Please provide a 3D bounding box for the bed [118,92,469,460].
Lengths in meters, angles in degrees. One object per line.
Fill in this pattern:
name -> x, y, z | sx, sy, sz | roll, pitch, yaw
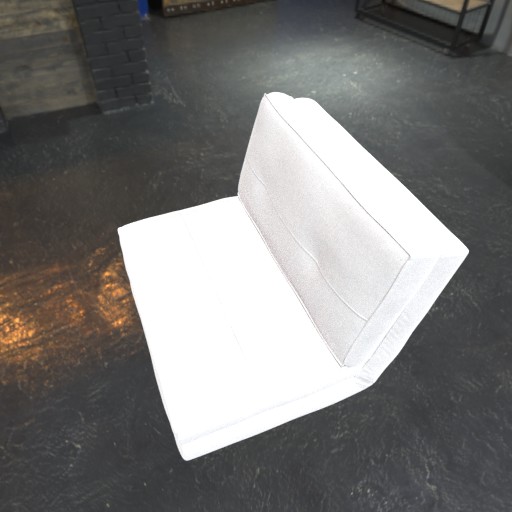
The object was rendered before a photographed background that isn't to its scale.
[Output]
bed -> 0.000, 0.000, 1.316 | 0.749, 0.614, 0.799 | -16, 49, -15
